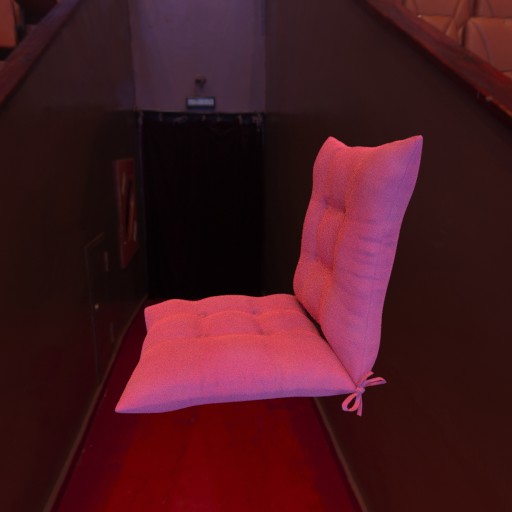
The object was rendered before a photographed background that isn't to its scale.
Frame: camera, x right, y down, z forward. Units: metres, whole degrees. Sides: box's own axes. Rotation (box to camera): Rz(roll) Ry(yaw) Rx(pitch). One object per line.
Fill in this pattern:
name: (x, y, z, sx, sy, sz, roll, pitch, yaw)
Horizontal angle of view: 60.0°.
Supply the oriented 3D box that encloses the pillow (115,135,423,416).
pillow: (0.000, 0.000, 1.022, 0.585, 0.536, 0.541, -2, 15, -8)
